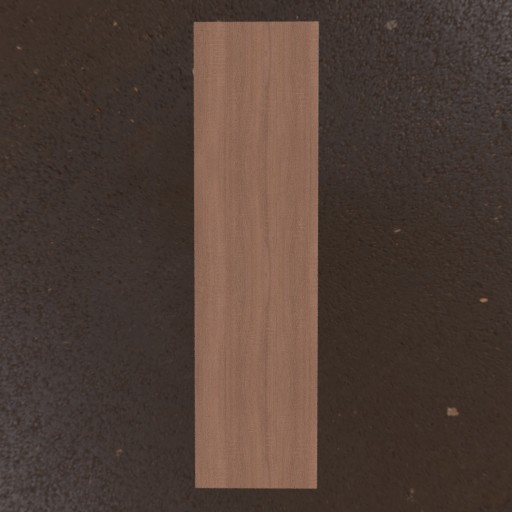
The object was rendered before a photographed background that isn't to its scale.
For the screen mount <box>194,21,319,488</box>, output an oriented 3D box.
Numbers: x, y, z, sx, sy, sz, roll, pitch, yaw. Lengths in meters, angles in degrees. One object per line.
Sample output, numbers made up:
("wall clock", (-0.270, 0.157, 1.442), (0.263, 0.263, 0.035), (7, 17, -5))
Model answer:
("screen mount", (0.000, 0.000, 1.678), (0.401, 0.509, 1.500), (0, 91, 1))
